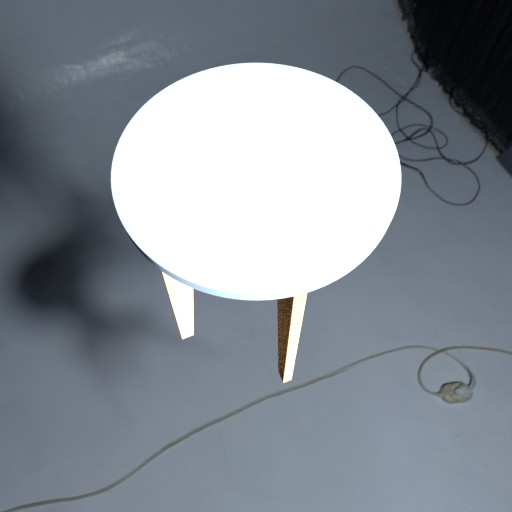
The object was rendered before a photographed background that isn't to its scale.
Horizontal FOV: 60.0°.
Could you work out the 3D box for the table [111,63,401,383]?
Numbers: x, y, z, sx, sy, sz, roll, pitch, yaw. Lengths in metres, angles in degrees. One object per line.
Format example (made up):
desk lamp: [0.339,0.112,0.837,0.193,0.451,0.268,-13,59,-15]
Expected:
table: [0.000,0.000,0.761,0.350,0.500,0.350,0,62,0]
